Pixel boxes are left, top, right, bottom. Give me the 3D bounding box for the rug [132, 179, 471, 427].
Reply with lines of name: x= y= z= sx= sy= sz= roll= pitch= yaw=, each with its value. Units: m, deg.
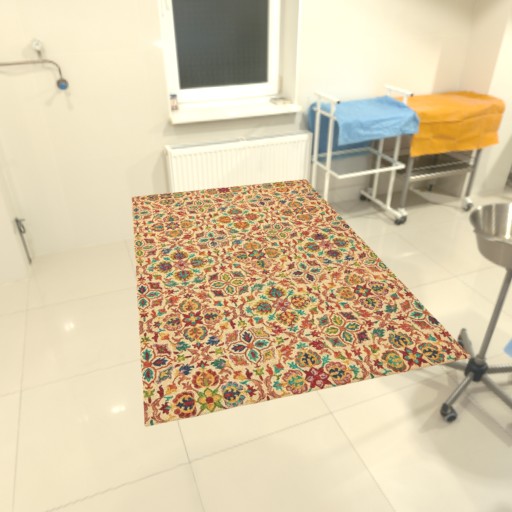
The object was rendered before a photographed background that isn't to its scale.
rug: x=0.000 y=0.000 z=2.319 sx=1.226 sy=0.013 sz=1.838 roll=-8 pitch=33 yaw=-12
